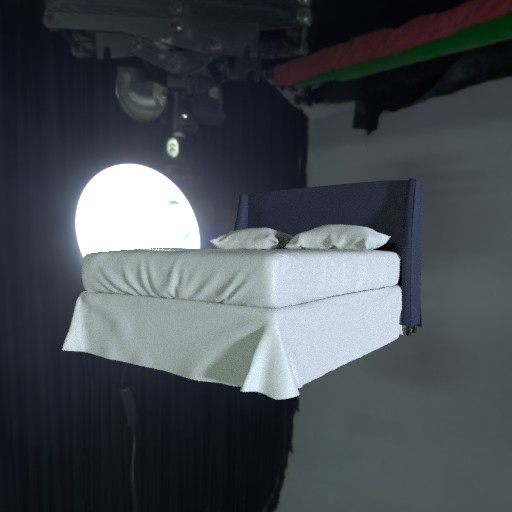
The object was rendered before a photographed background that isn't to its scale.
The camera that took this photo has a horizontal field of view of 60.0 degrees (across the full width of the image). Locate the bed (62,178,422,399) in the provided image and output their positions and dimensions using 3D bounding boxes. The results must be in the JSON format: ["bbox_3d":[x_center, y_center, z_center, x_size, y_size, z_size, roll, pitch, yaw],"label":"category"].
[{"bbox_3d":[0.000,0.000,3.462,1.925,1.332,2.276,1,1,36],"label":"bed"}]
